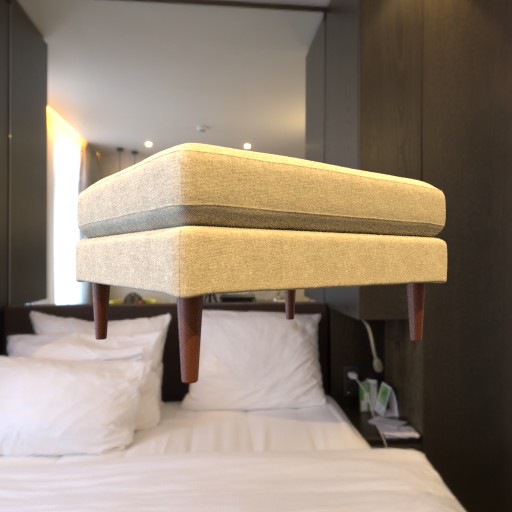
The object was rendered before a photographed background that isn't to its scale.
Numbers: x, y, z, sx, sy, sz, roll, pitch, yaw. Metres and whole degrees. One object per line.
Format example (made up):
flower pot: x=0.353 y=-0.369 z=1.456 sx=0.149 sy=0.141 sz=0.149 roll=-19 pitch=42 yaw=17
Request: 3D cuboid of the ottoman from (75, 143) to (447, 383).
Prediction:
ottoman: x=0.000 y=0.000 z=1.254 sx=0.821 sy=0.474 sz=0.693 roll=0 pitch=0 yaw=-36
